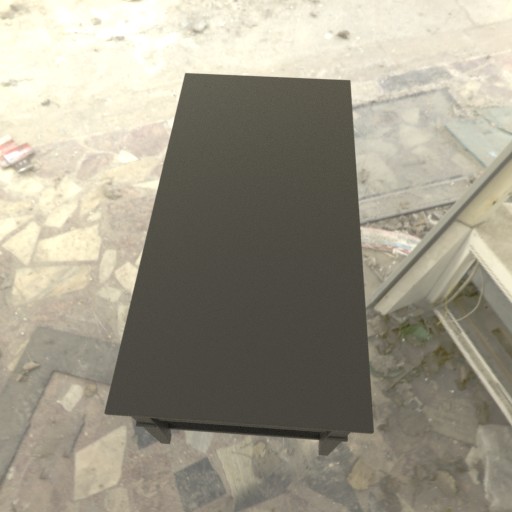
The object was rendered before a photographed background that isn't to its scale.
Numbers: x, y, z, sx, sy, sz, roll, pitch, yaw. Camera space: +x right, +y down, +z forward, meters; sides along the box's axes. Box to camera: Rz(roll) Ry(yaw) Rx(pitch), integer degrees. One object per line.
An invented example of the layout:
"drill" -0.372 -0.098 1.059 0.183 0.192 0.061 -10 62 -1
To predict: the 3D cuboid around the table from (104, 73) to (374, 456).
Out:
"table" 0.000 0.000 1.326 0.523 0.470 1.044 3 59 2
